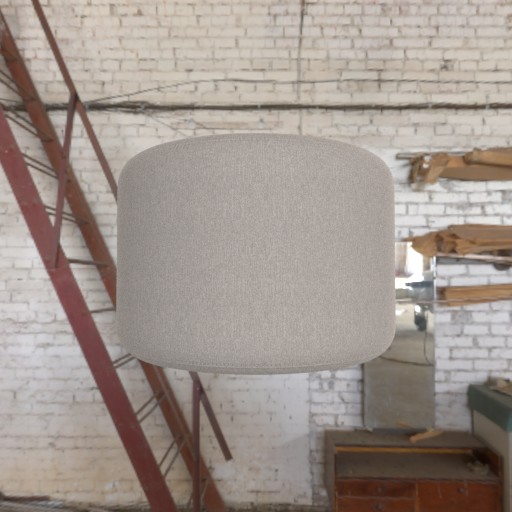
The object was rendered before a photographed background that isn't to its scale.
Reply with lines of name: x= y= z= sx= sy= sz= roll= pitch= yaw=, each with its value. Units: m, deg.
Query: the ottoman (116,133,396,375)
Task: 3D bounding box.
ottoman: x=0.000 y=0.000 z=1.014 sx=0.608 sy=0.433 sz=0.608 roll=0 pitch=-2 yaw=0
